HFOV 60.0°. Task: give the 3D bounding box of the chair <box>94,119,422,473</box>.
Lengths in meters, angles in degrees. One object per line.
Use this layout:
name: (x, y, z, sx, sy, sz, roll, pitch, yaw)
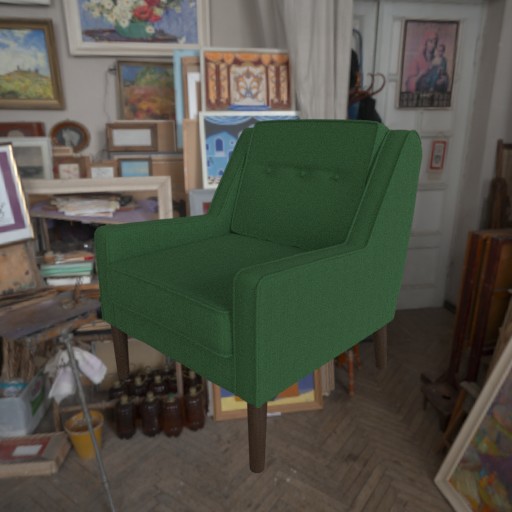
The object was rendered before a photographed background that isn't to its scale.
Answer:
chair: (0.000, 0.000, 1.340, 0.663, 0.792, 0.743, 15, 23, 40)
